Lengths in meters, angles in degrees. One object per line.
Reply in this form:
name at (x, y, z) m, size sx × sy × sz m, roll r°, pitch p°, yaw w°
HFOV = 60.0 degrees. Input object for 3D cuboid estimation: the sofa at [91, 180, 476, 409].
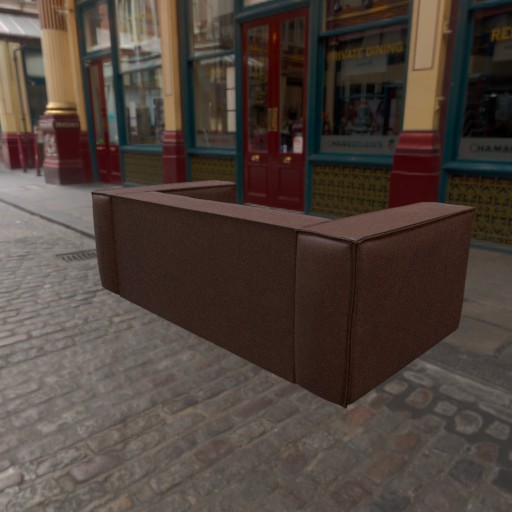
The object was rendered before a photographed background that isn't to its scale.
sofa at (0.000, 0.000, 2.616) m, size 1.102 × 0.703 × 2.088 m, roll -14°, pitch 20°, yaw -43°
